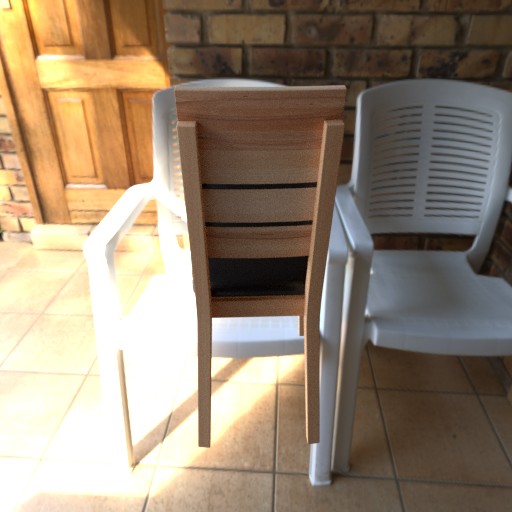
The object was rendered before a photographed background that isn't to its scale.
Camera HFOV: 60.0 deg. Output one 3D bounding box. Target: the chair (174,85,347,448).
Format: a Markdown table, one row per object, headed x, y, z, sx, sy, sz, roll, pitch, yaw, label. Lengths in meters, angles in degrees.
| x | y | z | sx | sy | sz | roll | pitch | yaw | label |
| --- | --- | --- | --- | --- | --- | --- | --- | --- | --- |
| 0.000 | 0.000 | 1.202 | 0.410 | 0.940 | 0.520 | -1 | 30 | -2 | chair |
